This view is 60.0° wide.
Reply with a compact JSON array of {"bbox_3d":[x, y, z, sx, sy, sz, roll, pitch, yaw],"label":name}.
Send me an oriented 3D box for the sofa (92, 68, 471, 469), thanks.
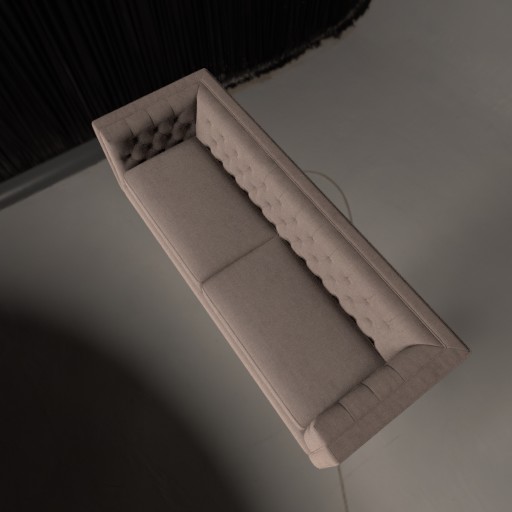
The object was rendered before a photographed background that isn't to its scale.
[{"bbox_3d":[0.000,0.000,2.541,0.775,0.762,2.159,-32,68,-15],"label":"sofa"}]
